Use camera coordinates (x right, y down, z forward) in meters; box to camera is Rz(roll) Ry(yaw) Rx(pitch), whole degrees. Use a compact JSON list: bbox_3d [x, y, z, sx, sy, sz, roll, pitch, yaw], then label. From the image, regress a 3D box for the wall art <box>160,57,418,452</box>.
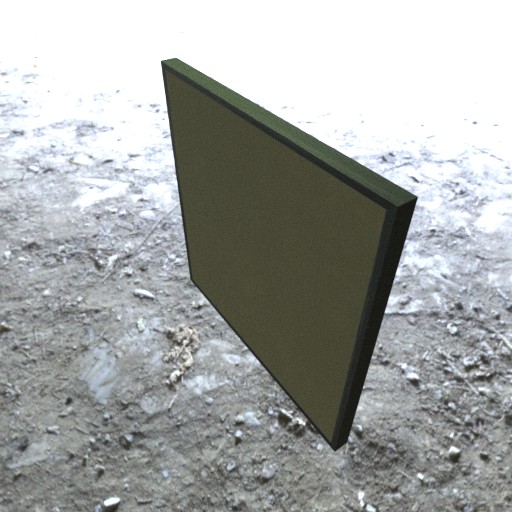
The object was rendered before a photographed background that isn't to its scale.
[{"bbox_3d":[0.000,0.000,1.121,0.043,0.758,0.762,-25,47,-25],"label":"wall art"}]
